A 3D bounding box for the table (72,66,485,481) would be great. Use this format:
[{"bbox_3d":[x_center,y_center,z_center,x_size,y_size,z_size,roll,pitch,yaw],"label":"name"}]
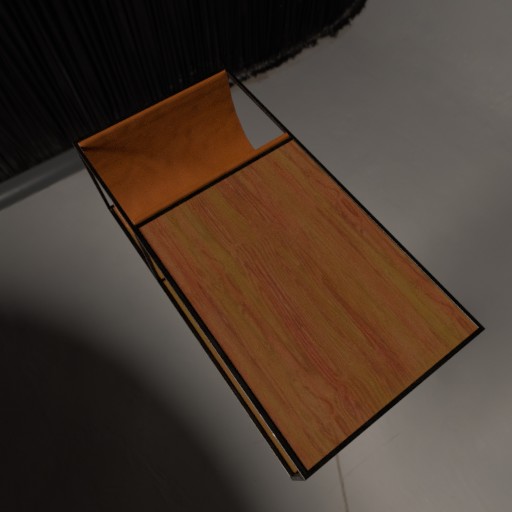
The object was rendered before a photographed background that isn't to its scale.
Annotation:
[{"bbox_3d":[0.000,0.000,1.461,0.597,0.403,1.199,-33,68,-15],"label":"table"}]
